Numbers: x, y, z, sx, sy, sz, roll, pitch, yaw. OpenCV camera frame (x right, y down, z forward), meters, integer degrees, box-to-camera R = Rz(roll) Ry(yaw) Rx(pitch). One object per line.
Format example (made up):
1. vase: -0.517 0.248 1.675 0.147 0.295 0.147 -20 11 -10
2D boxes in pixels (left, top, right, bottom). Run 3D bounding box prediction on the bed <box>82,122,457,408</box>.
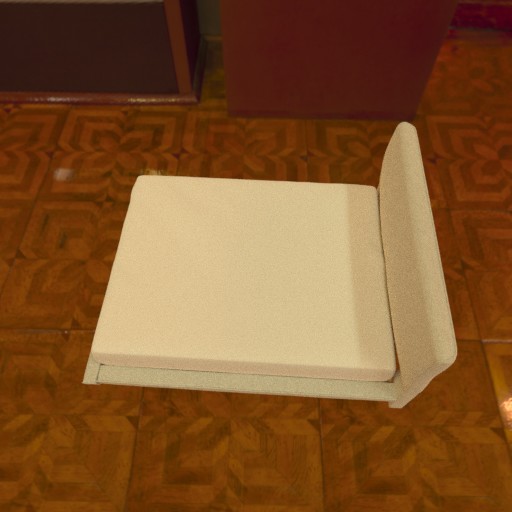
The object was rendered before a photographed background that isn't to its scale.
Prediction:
1. bed: 0.000 0.000 3.513 2.498 1.126 1.980 3 58 2
